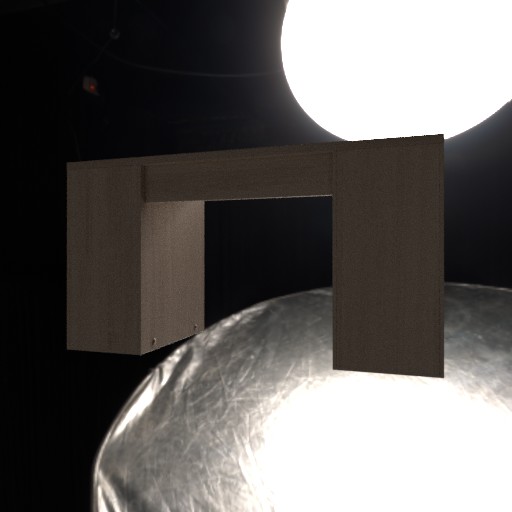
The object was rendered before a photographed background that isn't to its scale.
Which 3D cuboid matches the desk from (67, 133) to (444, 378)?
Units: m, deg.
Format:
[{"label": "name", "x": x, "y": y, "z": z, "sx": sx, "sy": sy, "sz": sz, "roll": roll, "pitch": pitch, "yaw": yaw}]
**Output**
[{"label": "desk", "x": 0.000, "y": 0.000, "z": 1.832, "sx": 1.390, "sy": 0.740, "sz": 0.600, "roll": 0, "pitch": 0, "yaw": 18}]
